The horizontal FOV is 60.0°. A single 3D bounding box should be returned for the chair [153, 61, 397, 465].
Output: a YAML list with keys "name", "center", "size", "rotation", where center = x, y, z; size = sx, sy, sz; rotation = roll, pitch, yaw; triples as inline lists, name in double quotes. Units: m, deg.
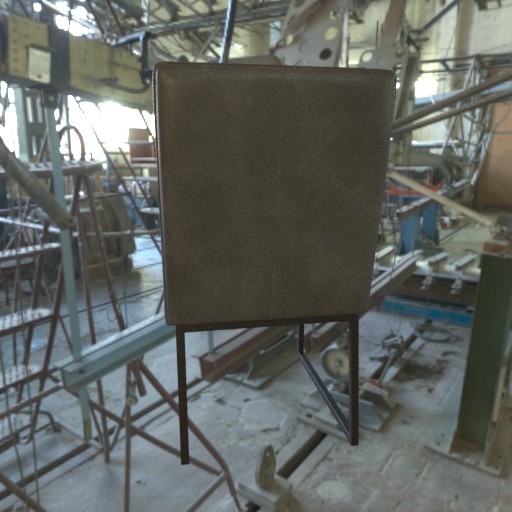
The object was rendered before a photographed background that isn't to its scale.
- name: "chair"
  center: [0.000, 0.000, 1.278]
  size: [0.520, 0.930, 0.634]
  rotation: [-2, 13, -9]
